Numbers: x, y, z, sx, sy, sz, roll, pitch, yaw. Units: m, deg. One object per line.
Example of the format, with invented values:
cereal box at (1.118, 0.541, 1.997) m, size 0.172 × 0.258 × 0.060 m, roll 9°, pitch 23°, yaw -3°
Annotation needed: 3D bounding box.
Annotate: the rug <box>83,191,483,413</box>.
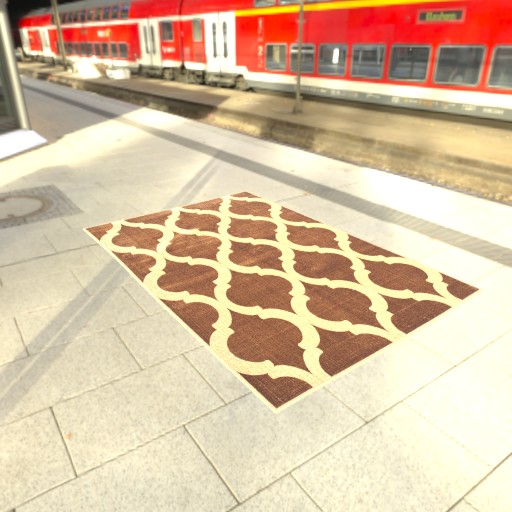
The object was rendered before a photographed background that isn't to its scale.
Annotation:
rug at (0.000, 0.000, 2.911) m, size 1.526 × 0.014 × 2.290 m, roll -18°, pitch 32°, yaw -33°
